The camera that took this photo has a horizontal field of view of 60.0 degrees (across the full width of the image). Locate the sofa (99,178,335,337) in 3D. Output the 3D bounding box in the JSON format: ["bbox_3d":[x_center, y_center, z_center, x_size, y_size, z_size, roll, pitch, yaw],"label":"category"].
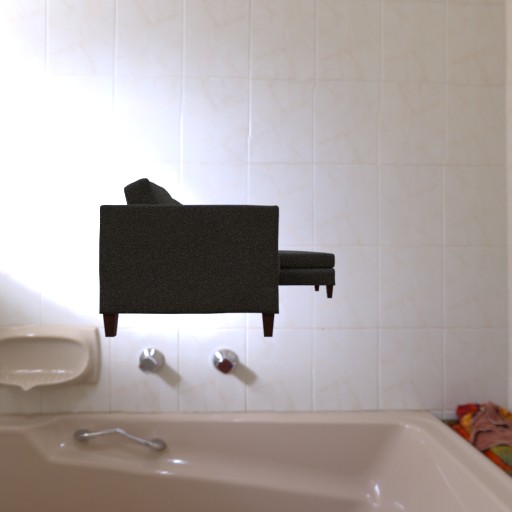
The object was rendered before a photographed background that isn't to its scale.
[{"bbox_3d":[0.000,0.000,3.847,1.625,0.846,3.186,0,0,0],"label":"sofa"}]
